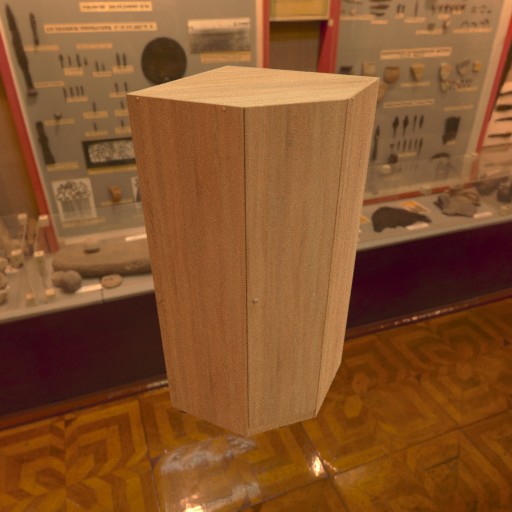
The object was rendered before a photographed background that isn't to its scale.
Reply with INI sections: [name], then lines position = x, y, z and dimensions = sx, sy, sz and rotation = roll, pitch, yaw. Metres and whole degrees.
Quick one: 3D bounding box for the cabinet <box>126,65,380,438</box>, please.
[cabinet]
position = 0.000, 0.000, 2.846
dimensions = 1.327, 2.120, 1.094
rotation = -10, 33, -16
